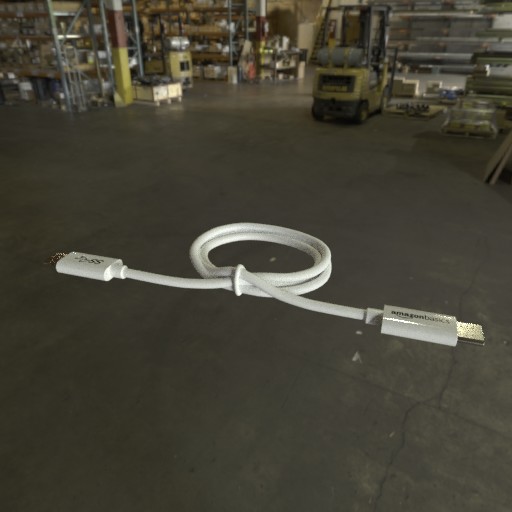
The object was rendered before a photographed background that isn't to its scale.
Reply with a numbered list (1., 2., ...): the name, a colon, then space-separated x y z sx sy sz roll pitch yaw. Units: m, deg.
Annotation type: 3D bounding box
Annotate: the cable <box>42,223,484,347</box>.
1. cable: 0.000 0.000 0.204 0.186 0.014 0.070 8 28 16
